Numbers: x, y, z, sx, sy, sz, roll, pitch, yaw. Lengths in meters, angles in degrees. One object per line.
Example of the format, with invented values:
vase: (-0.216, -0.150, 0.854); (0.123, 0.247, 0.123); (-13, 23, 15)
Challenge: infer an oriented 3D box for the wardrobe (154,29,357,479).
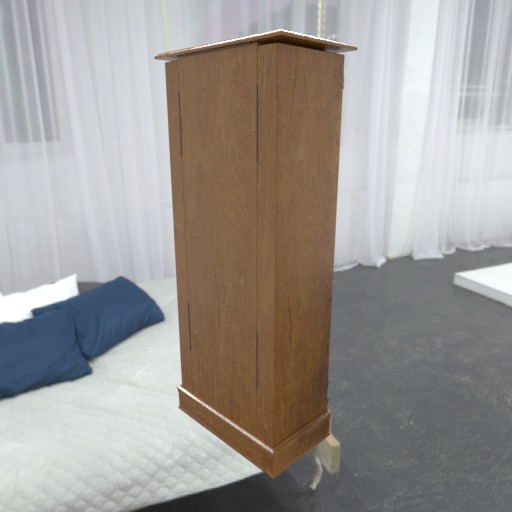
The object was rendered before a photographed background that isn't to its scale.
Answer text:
wardrobe: (0.000, 0.000, 1.129); (0.273, 0.959, 0.406); (-15, 22, -42)
